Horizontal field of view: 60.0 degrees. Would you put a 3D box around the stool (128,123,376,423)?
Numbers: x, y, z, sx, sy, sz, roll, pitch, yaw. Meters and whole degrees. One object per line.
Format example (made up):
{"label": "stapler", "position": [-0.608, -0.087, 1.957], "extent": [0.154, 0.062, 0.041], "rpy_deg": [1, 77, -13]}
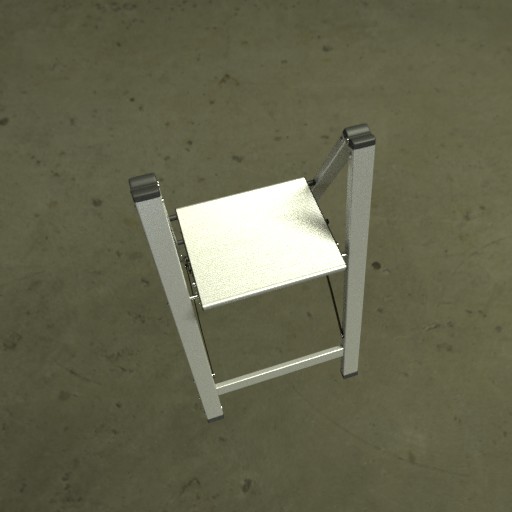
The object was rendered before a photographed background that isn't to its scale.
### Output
{"label": "stool", "position": [0.000, 0.000, 1.050], "extent": [0.440, 0.670, 0.535], "rpy_deg": [-15, 61, -9]}
